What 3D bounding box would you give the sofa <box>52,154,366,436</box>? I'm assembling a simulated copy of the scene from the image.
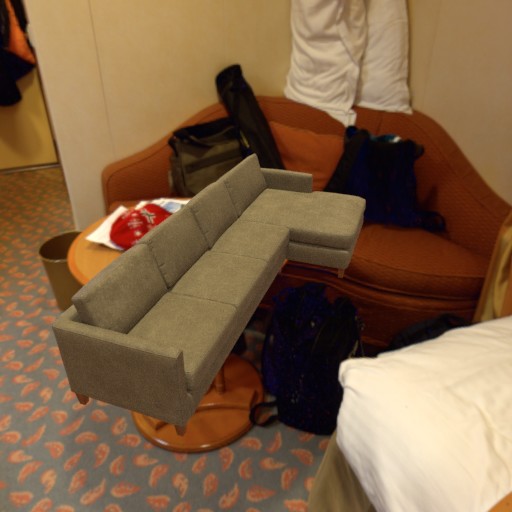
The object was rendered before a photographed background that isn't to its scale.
[{"bbox_3d":[0.000,0.000,4.135,1.604,0.950,3.471,10,31,17],"label":"sofa"}]
